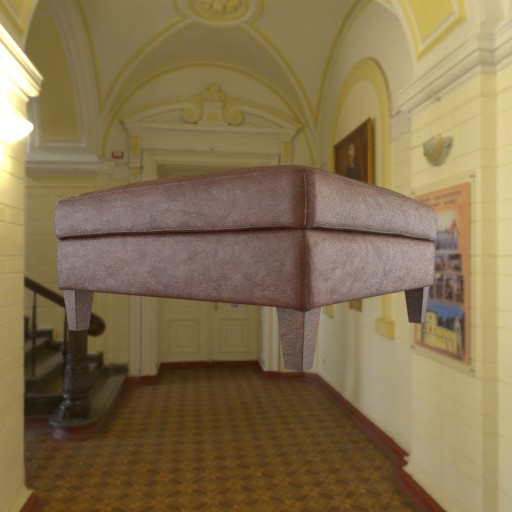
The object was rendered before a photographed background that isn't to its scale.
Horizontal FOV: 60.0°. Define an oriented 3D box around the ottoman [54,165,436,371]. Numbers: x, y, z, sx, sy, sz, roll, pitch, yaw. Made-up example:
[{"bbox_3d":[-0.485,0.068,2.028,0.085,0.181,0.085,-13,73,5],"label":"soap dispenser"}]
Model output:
[{"bbox_3d":[0.000,0.000,1.319,0.844,0.415,0.836,0,0,37],"label":"ottoman"}]
